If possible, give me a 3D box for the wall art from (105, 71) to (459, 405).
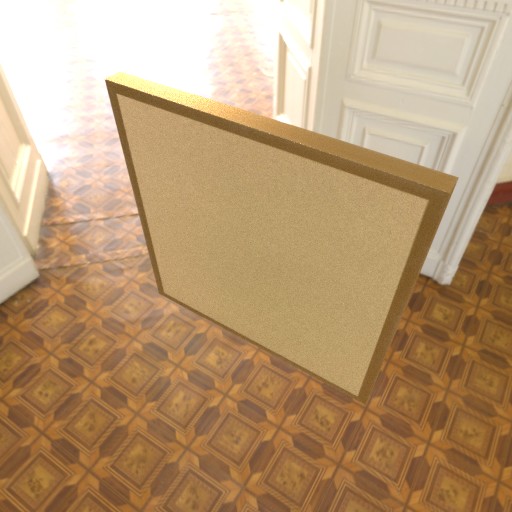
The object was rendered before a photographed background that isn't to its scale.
[{"bbox_3d":[0.000,0.000,0.760,0.510,0.509,0.033,24,51,21],"label":"wall art"}]
